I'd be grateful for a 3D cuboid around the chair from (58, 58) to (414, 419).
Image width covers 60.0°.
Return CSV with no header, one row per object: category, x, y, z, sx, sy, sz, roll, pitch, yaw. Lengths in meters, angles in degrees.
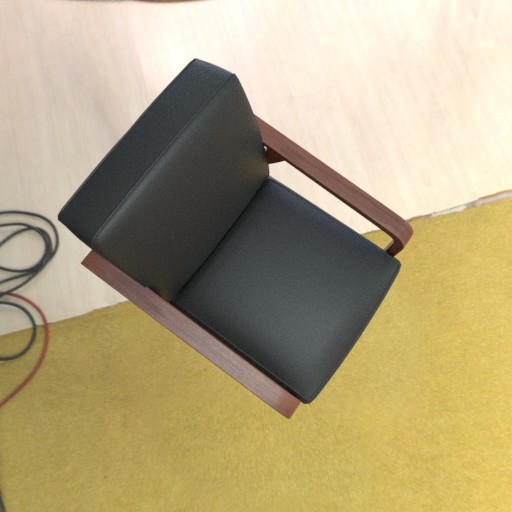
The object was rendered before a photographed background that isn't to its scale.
chair,0.000,0.000,1.497,0.889,0.861,0.719,35,79,8
